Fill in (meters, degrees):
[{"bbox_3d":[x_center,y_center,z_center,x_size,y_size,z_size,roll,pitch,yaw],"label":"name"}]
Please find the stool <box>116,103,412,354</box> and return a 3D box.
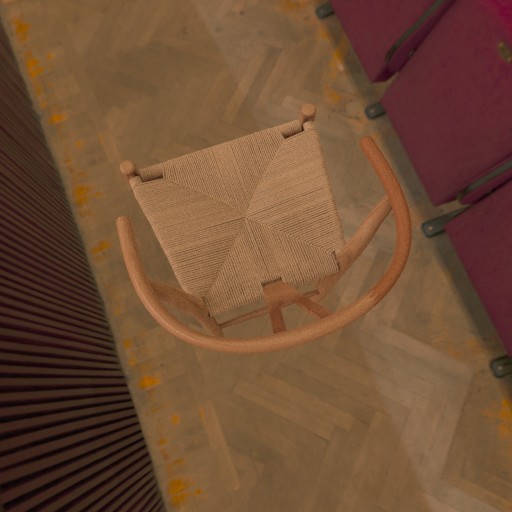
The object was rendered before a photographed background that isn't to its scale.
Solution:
[{"bbox_3d":[0.000,0.000,1.233,0.536,0.923,0.575,-19,75,-5],"label":"stool"}]
